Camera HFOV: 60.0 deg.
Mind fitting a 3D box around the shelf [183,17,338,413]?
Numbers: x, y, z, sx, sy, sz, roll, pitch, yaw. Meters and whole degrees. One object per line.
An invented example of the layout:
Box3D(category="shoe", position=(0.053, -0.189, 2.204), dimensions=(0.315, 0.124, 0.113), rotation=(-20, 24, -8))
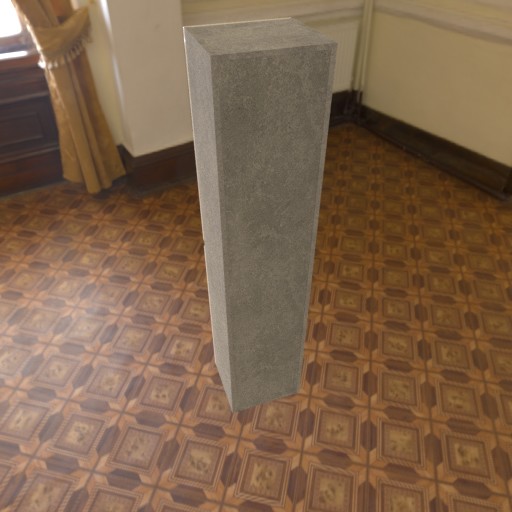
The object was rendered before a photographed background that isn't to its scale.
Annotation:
Box3D(category="shelf", position=(0.000, 0.000, 1.519), dimensions=(0.300, 1.400, 0.270), rotation=(-13, 42, -15))
